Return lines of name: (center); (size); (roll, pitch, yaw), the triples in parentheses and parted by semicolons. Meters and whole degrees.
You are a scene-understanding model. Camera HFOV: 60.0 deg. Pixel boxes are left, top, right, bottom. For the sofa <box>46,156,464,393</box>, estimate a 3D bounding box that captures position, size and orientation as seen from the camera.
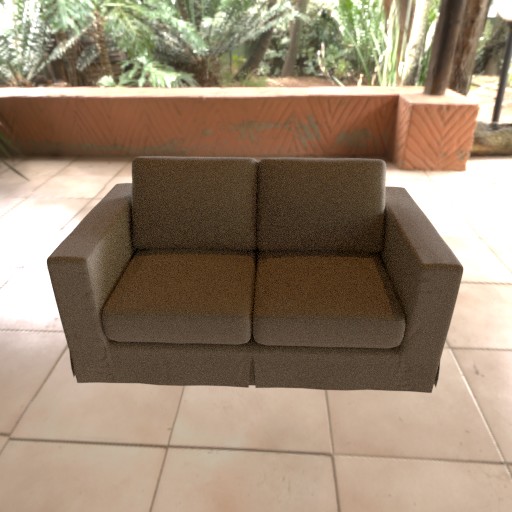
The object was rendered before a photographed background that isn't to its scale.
sofa: (0.000, 0.000, 2.403); (1.813, 0.932, 1.009); (1, 29, 2)
